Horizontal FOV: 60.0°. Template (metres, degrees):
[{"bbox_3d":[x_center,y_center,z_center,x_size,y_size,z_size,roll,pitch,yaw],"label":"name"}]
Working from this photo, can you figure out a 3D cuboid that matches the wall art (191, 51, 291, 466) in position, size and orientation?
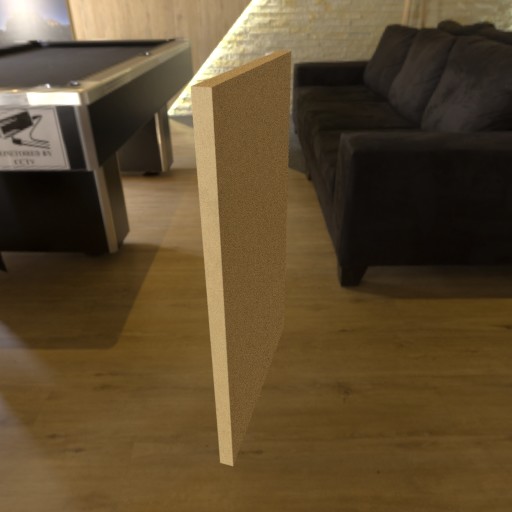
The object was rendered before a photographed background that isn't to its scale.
[{"bbox_3d":[0.000,0.000,1.013,0.039,0.810,0.510,8,31,14],"label":"wall art"}]
